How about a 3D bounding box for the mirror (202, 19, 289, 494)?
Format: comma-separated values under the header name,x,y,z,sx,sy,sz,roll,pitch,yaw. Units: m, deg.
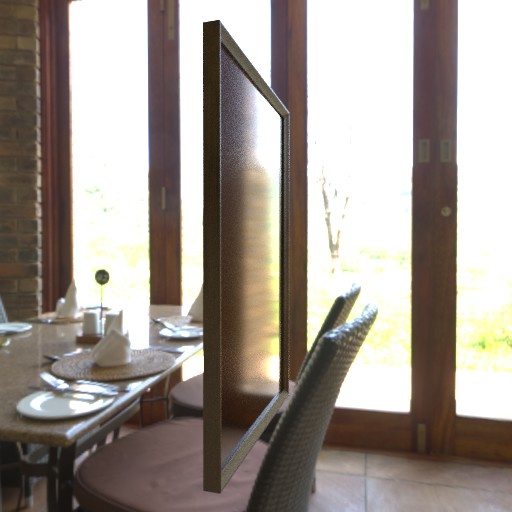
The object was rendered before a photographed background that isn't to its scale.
name,x,y,z,sx,sy,sz,roll,pitch,yaw
mirror,0.000,0.000,1.150,0.041,0.915,0.609,0,1,17
